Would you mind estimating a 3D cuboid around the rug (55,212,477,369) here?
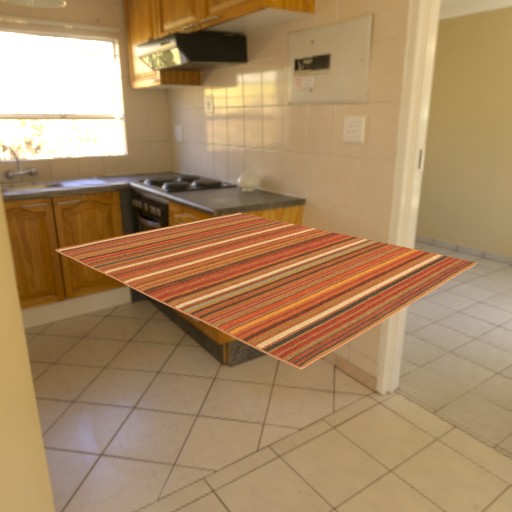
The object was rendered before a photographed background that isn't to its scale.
[{"bbox_3d":[0.000,0.000,4.123,3.092,0.023,2.479,16,24,42],"label":"rug"}]
